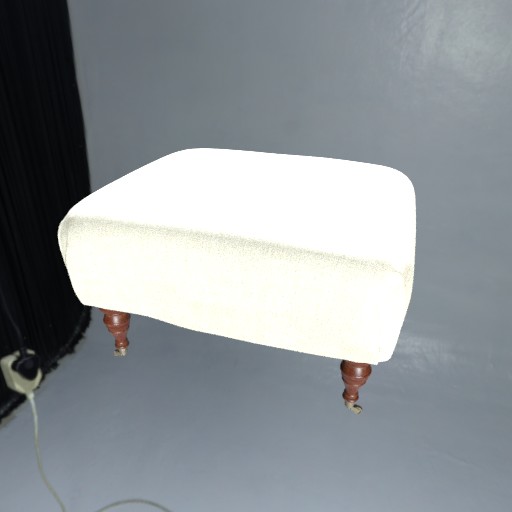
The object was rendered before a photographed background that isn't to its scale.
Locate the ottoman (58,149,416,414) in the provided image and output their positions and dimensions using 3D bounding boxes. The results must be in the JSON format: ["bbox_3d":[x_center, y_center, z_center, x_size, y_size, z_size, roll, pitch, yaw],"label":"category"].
[{"bbox_3d":[0.000,0.000,1.138,0.747,0.450,0.622,8,28,16],"label":"ottoman"}]
